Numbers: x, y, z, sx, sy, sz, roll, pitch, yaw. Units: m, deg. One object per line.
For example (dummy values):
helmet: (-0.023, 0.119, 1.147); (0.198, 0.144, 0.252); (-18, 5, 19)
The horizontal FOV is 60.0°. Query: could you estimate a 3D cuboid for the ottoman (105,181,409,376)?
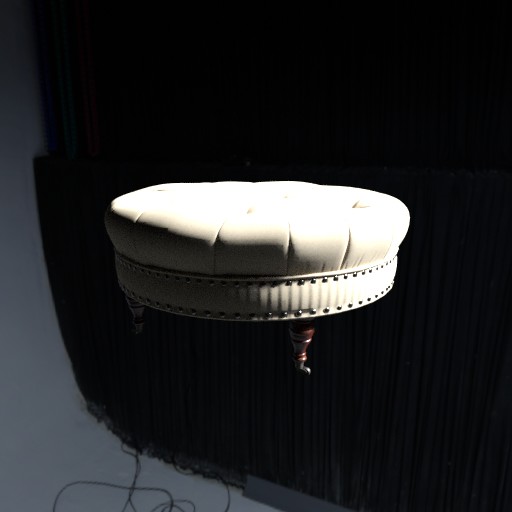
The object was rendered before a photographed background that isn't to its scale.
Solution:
ottoman: (0.000, 0.000, 1.409); (0.901, 0.439, 0.901); (0, 14, 0)
